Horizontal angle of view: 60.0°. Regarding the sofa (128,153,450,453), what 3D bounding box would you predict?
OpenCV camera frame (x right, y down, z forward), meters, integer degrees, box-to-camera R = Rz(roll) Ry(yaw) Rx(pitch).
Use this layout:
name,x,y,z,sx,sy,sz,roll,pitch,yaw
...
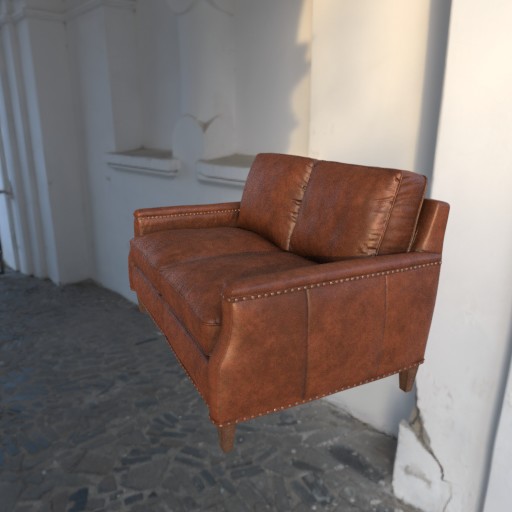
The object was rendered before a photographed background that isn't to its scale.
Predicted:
name,x,y,z,sx,sy,sz,roll,pitch,yaw
sofa,0.000,0.000,2.344,1.083,1.003,1.628,-8,18,-25
